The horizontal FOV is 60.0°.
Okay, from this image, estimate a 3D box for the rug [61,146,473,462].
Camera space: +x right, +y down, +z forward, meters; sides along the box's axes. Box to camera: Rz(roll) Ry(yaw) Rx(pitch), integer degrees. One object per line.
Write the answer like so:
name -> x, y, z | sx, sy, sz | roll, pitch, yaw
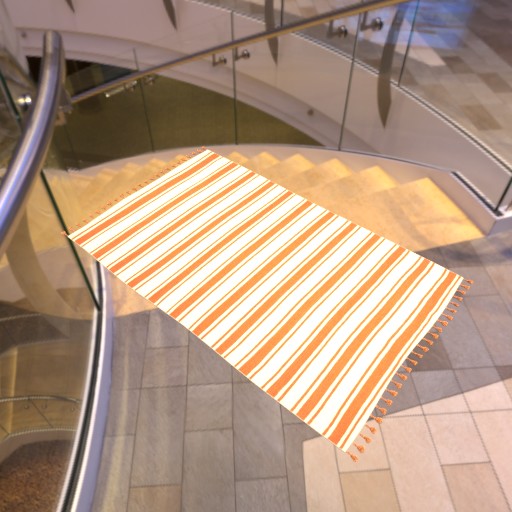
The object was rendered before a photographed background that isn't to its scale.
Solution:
rug -> 0.000, 0.000, 2.552 | 2.092, 0.017, 1.232 | 31, 54, 26
